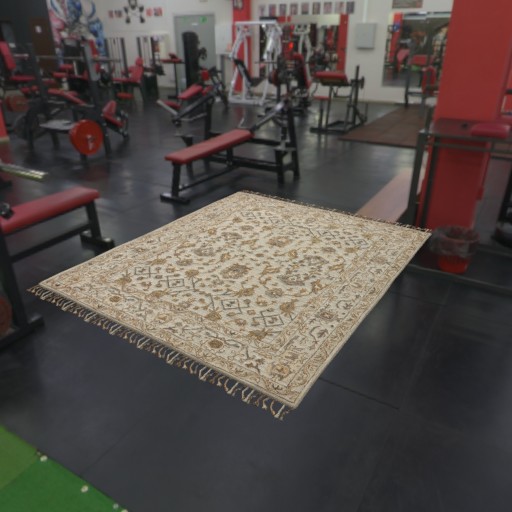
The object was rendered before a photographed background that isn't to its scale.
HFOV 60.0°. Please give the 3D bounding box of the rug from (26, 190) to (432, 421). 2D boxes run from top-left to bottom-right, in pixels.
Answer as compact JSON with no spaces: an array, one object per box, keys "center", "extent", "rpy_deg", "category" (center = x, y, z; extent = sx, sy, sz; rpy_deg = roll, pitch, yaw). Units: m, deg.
[{"center":[0.000,0.000,4.079],"extent":[2.426,0.034,3.061],"rpy_deg":[17,31,30],"category":"rug"}]
